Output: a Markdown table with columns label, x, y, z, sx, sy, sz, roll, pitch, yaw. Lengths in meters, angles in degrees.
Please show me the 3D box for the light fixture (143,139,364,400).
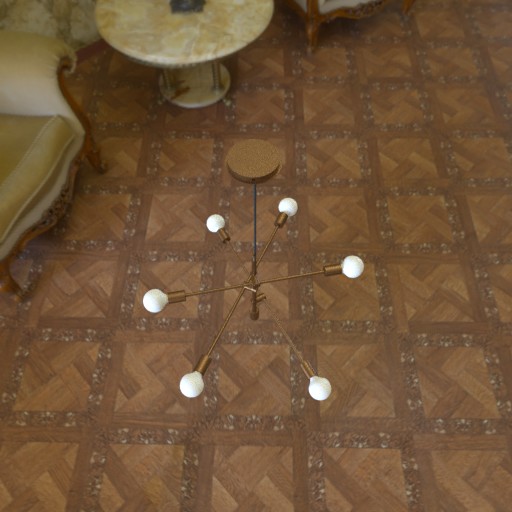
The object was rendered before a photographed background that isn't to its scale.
| label | x | y | z | sx | sy | sz | roll | pitch | yaw |
| --- | --- | --- | --- | --- | --- | --- | --- | --- | --- |
| light fixture | 0.000 | 0.000 | 1.235 | 0.637 | 0.744 | 0.682 | 0 | 58 | 0 |
